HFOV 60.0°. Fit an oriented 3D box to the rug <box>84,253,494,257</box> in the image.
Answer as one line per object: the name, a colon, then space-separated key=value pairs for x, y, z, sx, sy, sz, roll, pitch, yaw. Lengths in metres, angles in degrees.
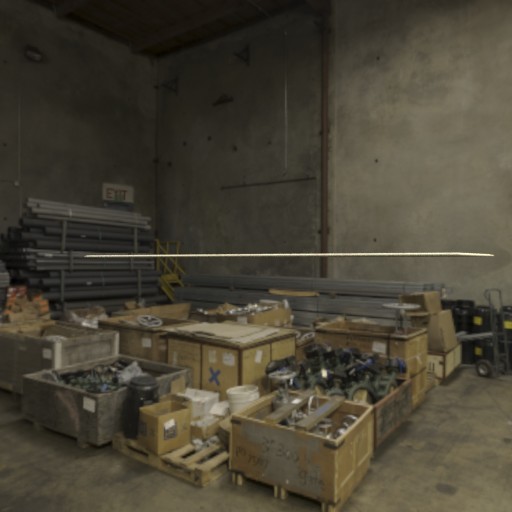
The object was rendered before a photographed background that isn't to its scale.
rug: x=0.000 y=0.000 z=2.398 sx=2.196 sy=0.011 sz=0.662 roll=0 pitch=0 yaw=36
